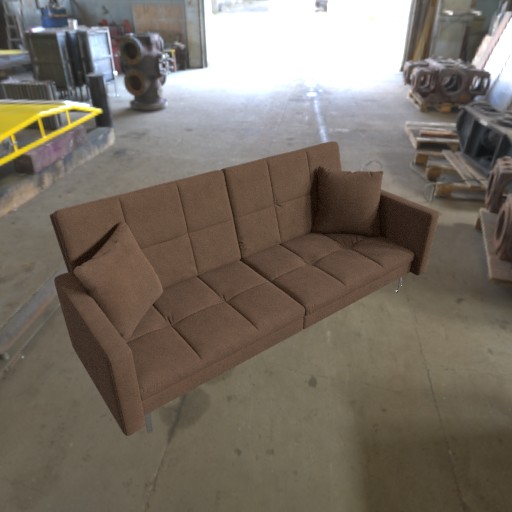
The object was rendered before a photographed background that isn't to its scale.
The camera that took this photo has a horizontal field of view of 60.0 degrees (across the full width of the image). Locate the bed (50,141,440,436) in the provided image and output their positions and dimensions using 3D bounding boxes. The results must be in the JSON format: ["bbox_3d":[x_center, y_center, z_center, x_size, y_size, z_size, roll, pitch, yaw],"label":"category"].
[{"bbox_3d":[0.000,0.000,2.335,1.905,0.787,0.889,-21,37,-31],"label":"bed"}]
